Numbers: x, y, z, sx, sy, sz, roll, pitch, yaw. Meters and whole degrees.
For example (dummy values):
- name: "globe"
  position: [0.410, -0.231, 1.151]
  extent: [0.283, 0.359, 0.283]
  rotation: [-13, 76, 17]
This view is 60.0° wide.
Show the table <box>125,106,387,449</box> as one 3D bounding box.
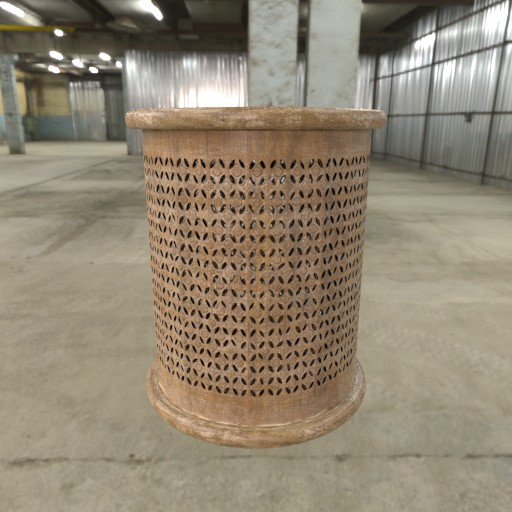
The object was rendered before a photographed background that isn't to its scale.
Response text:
- name: "table"
  position: [0.000, 0.000, 0.781]
  extent: [0.407, 0.482, 0.407]
  rotation: [0, 16, 0]
